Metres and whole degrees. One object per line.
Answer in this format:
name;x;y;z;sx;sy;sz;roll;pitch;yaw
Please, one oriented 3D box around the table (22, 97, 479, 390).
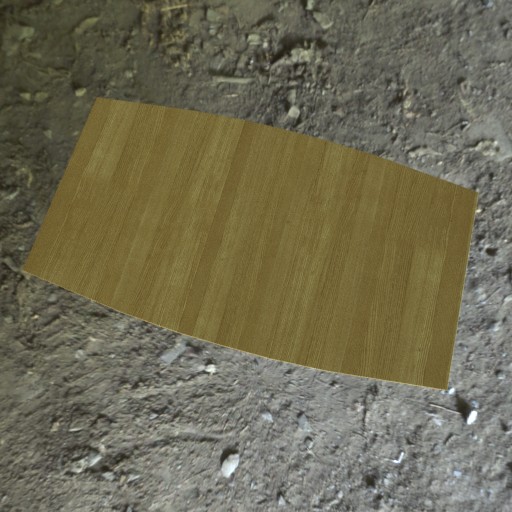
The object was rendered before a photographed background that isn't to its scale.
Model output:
table;0.000;0.000;2.057;1.598;0.748;0.900;15;75;4
